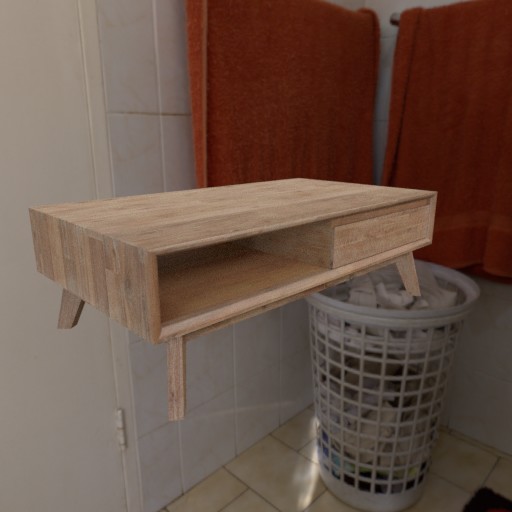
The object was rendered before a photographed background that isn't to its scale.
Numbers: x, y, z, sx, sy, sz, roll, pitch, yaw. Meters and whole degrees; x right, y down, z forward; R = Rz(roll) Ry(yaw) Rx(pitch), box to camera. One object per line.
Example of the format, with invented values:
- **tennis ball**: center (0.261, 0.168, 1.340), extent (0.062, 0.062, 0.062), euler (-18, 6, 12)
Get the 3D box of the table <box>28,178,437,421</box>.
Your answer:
- **table**: center (0.000, 0.000, 2.044), extent (1.619, 0.531, 0.918), euler (-15, 21, -42)
